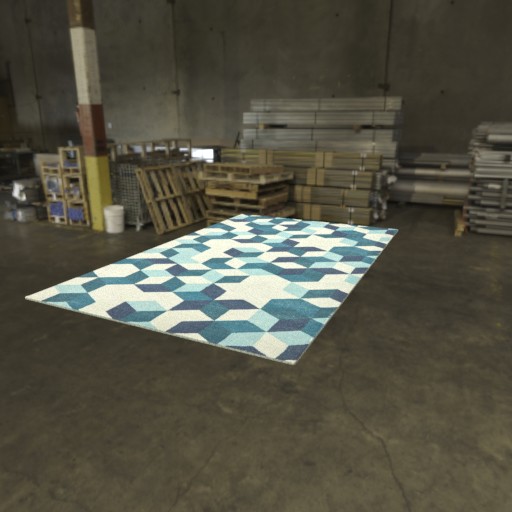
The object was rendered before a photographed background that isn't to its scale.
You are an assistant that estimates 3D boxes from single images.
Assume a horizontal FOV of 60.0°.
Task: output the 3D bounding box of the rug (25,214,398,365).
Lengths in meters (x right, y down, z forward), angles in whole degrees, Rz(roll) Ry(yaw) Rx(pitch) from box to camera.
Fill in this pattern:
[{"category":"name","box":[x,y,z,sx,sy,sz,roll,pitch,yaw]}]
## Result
[{"category":"rug","box":[0.000,0.000,3.060,1.518,0.015,2.438,8,19,25]}]
